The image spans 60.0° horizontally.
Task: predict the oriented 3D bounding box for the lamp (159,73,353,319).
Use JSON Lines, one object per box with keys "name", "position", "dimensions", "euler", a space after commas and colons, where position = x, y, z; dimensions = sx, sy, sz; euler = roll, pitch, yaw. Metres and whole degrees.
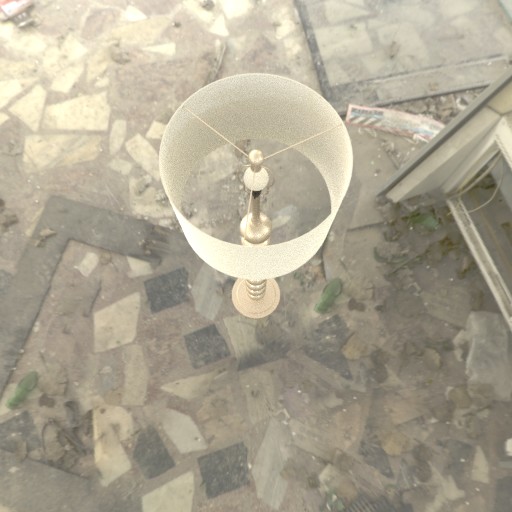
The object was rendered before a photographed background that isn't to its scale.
{"name": "lamp", "position": [0.000, 0.000, 1.595], "dimensions": [0.394, 1.474, 0.394], "euler": [7, 74, 2]}
